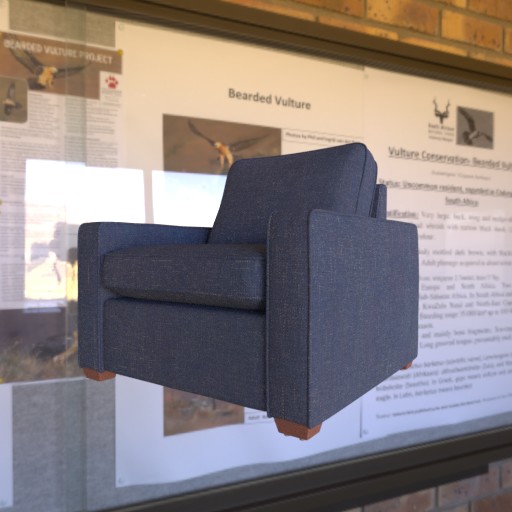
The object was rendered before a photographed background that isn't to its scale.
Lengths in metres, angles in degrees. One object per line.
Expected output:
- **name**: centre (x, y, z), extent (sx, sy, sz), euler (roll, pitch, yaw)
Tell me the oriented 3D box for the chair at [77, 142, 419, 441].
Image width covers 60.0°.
- **chair**: centre (0.000, 0.000, 1.729), extent (1.017, 0.919, 0.940), euler (1, 1, 36)
